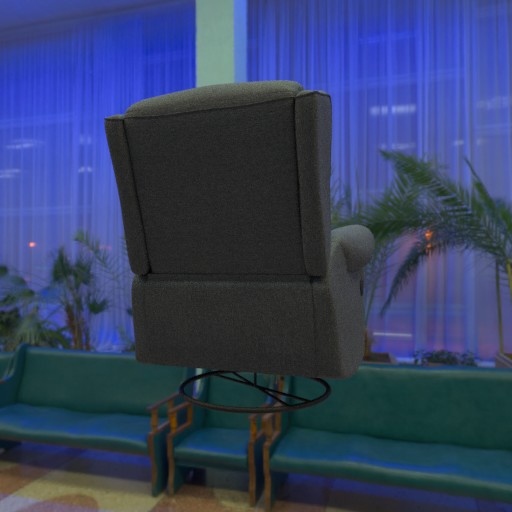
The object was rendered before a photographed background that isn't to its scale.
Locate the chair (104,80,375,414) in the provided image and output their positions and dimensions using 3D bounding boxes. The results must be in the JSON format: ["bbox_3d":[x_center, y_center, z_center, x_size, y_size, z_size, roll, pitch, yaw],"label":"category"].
[{"bbox_3d":[0.000,0.000,1.697,0.847,1.011,0.969,0,-1,19],"label":"chair"}]
